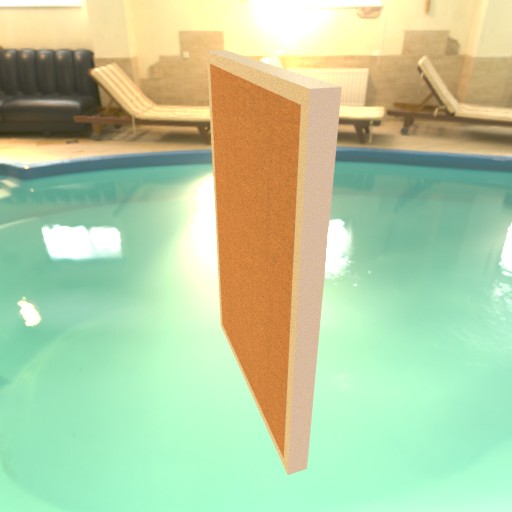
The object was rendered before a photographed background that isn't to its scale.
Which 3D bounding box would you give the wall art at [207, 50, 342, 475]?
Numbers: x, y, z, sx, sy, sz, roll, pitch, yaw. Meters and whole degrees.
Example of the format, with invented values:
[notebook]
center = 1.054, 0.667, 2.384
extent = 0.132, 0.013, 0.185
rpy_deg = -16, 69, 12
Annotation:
[wall art]
center = 0.000, 0.000, 0.535
extent = 0.025, 0.428, 0.293
rpy_deg = -10, 31, -17
